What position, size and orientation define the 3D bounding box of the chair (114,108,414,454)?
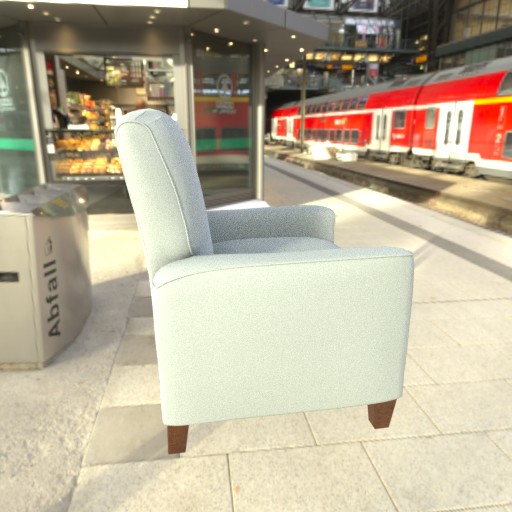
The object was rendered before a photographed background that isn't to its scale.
[{"bbox_3d":[0.000,0.000,1.618,0.846,1.007,0.853,-3,17,-9],"label":"chair"}]
